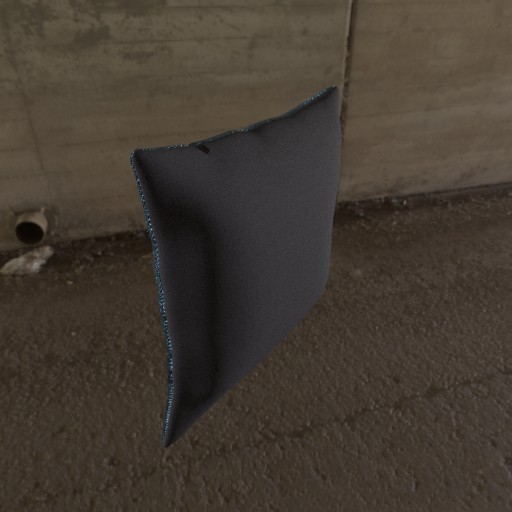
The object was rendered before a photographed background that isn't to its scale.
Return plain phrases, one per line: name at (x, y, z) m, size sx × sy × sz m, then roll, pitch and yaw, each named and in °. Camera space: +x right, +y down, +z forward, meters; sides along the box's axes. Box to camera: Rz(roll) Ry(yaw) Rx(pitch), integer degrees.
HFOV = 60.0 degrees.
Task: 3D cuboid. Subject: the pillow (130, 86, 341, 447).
pillow at (0.000, 0.000, 0.660) m, size 0.138 × 0.430 × 0.436 m, roll 21°, pitch 37°, yaw 30°
